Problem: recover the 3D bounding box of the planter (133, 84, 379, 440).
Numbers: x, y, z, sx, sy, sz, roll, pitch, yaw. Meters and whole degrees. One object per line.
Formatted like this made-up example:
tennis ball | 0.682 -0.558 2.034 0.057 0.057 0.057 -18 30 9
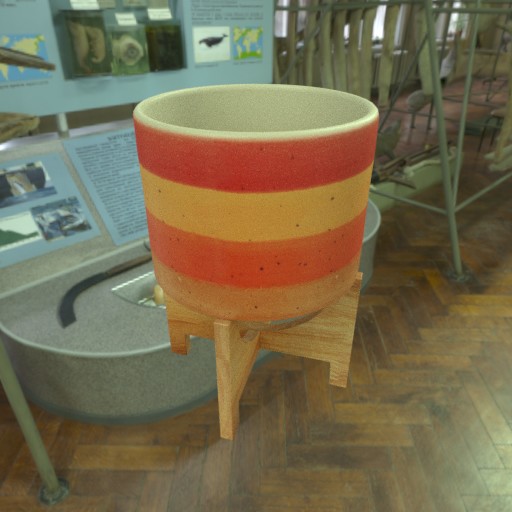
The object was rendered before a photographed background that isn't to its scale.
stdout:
planter | 0.000 0.000 0.569 0.269 0.379 0.269 0 30 0
